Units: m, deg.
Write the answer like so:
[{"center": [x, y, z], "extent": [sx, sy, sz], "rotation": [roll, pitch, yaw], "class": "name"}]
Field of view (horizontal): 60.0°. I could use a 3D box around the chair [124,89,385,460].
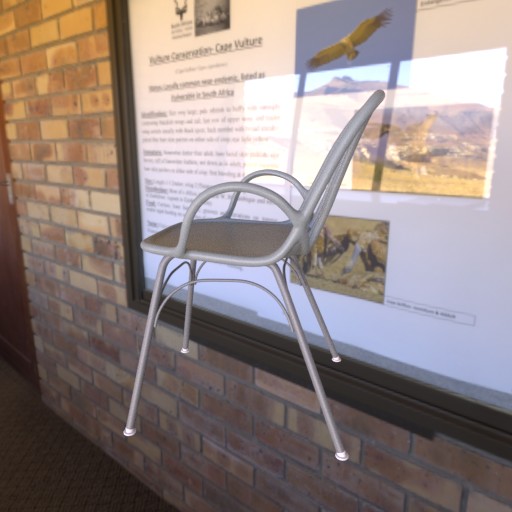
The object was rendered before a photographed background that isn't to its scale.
[{"center": [0.000, 0.000, 1.189], "extent": [0.597, 0.816, 0.549], "rotation": [2, 14, 8], "class": "chair"}]
